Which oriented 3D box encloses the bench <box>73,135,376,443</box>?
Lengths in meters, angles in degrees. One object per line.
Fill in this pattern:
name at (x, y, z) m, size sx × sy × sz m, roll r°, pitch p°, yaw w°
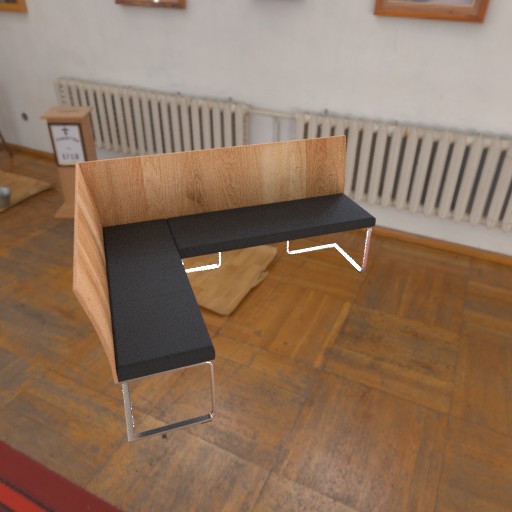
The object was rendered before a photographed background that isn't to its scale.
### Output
bench at (0.000, 0.000, 2.757) m, size 1.945 × 0.930 × 1.495 m, roll -10°, pitch 32°, yaw -16°
